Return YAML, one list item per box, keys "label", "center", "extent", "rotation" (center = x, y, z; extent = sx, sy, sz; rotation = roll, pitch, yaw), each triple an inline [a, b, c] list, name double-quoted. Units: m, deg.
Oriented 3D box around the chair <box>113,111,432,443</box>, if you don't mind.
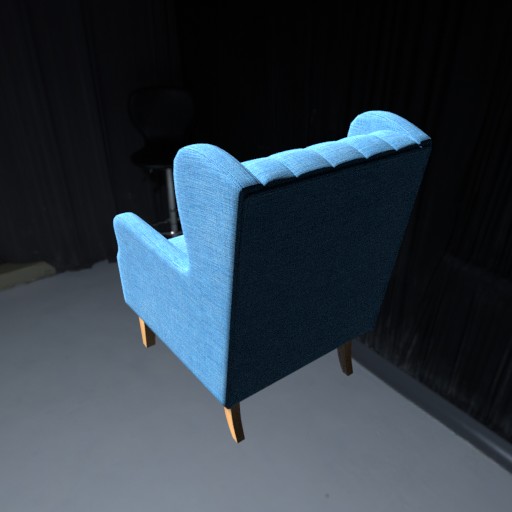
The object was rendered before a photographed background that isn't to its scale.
- label: "chair"
  center: [0.000, 0.000, 1.508]
  extent: [0.711, 0.952, 0.775]
  rotation: [-20, 36, -30]
